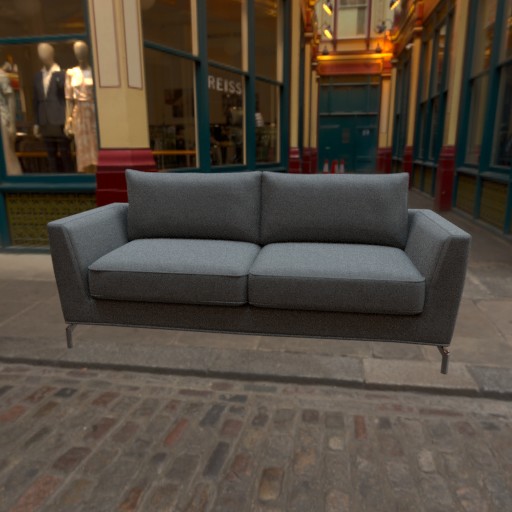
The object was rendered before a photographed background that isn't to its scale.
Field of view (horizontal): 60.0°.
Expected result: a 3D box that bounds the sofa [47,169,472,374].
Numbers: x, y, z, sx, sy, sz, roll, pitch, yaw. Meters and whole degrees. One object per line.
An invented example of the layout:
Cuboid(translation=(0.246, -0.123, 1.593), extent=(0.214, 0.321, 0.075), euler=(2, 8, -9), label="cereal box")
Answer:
Cuboid(translation=(0.000, 0.000, 2.714), extent=(2.212, 1.002, 0.869), euler=(2, 15, 8), label="sofa")
